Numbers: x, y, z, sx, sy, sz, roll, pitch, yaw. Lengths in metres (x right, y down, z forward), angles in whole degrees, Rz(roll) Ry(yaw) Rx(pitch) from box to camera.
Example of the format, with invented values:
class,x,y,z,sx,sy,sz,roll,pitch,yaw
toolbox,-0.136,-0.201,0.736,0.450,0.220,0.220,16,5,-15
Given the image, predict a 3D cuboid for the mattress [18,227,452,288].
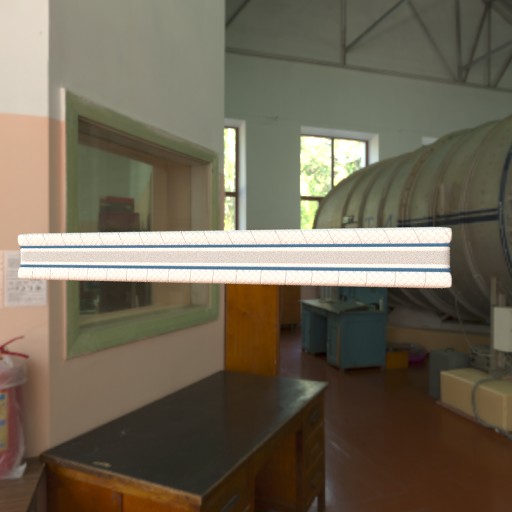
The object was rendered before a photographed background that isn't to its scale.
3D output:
class,x,y,z,sx,sy,sz,roll,pitch,yaw
mattress,0.000,0.000,2.680,2.000,0.230,1.600,0,0,17
